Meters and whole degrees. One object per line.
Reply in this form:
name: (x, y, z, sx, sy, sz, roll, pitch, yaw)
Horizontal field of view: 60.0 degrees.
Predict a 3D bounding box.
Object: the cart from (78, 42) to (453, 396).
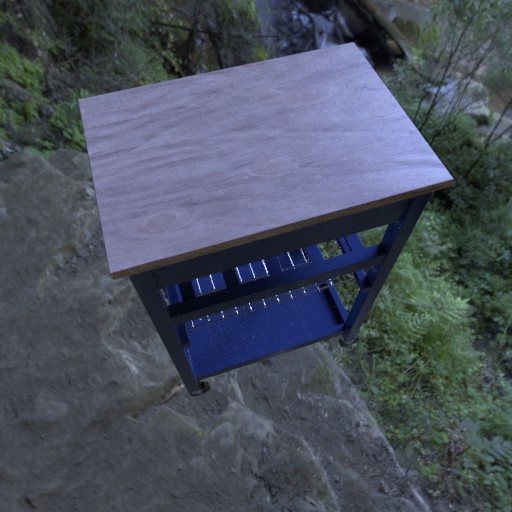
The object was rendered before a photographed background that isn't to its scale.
cart: (0.000, 0.000, 1.153, 0.584, 0.839, 0.403, -16, 60, -9)
